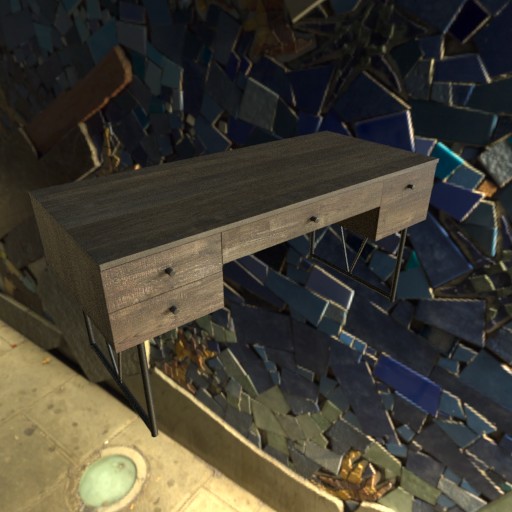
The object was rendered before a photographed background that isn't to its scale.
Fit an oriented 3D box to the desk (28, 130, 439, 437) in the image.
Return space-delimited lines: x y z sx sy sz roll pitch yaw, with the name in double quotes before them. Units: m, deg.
"desk" 0.000 0.000 2.032 1.600 0.780 0.730 -21 35 -33
